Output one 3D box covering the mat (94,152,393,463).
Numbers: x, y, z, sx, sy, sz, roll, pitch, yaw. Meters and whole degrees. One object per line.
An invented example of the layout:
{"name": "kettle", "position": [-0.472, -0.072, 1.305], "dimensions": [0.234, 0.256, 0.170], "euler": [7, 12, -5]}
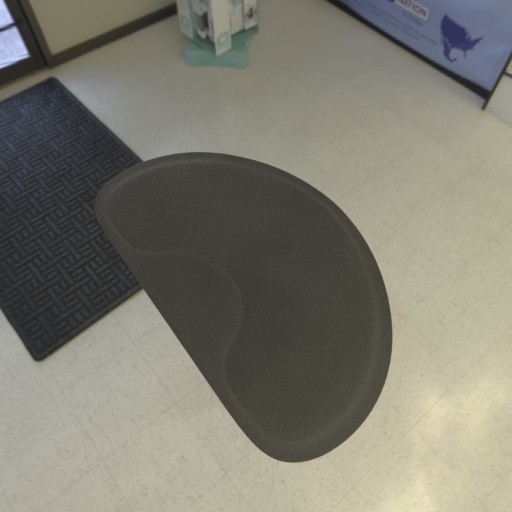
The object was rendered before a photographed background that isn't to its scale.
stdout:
{"name": "mat", "position": [0.000, 0.000, 1.865], "dimensions": [0.913, 0.013, 1.524], "euler": [-32, 64, -18]}
